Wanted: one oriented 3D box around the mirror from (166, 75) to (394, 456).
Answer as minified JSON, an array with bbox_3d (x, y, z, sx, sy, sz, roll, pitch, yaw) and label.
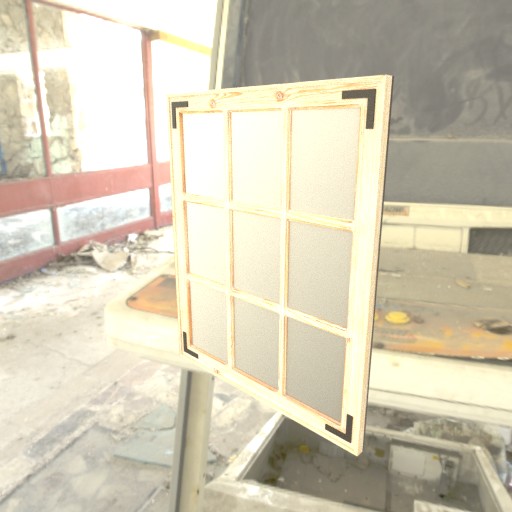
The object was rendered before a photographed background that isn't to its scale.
[{"bbox_3d":[0.000,0.000,1.233,0.730,0.882,0.032,15,22,42],"label":"mirror"}]
